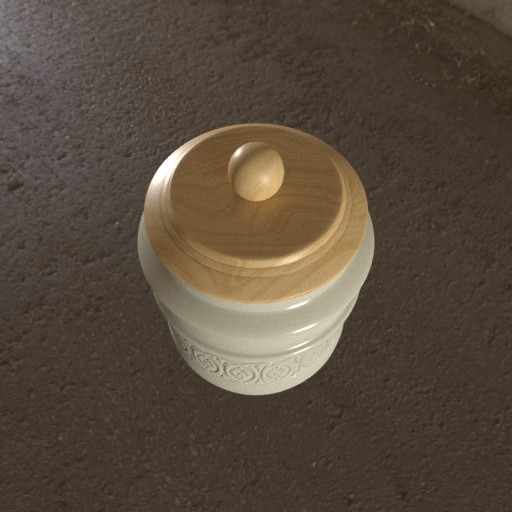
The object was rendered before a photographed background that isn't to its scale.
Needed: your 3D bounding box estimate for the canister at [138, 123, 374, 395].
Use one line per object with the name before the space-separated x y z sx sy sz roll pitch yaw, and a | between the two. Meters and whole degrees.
canister | 0.000 0.000 0.270 0.130 0.176 0.130 0 59 0
